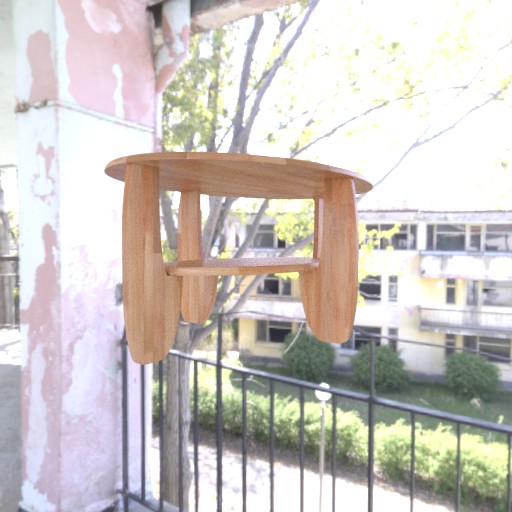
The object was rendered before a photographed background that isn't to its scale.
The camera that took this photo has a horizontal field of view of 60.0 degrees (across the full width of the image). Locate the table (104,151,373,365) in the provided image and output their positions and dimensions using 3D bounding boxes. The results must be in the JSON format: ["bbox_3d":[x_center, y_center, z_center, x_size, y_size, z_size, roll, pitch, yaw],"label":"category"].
[{"bbox_3d":[0.000,0.000,1.432,0.690,0.490,1.040,1,2,35],"label":"table"}]
